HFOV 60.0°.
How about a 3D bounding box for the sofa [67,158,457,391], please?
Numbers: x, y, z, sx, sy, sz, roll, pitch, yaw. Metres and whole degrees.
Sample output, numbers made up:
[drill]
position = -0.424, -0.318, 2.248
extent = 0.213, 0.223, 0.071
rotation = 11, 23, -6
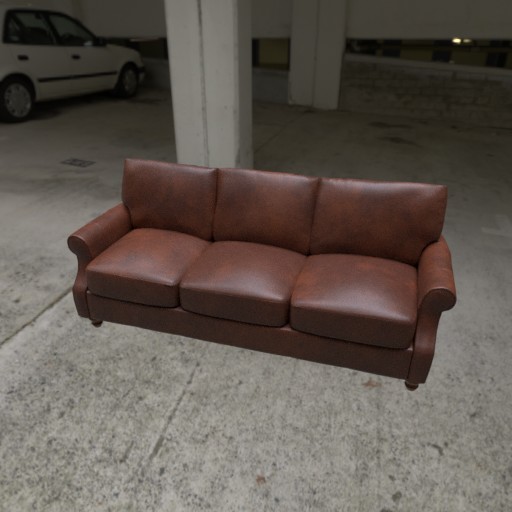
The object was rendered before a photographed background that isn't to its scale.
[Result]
[sofa]
position = 0.000, 0.000, 2.871
extent = 2.351, 0.977, 0.973
rotation = 8, 28, 15
